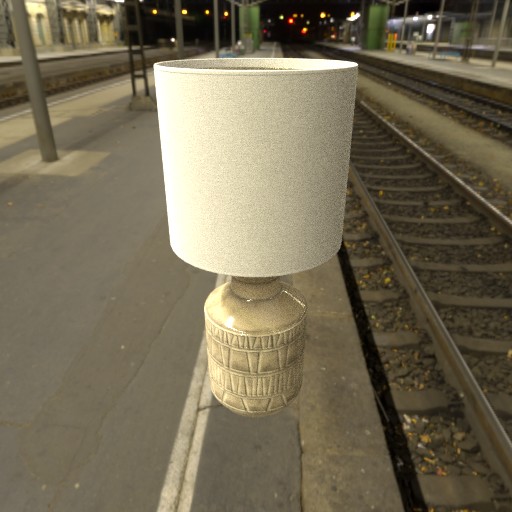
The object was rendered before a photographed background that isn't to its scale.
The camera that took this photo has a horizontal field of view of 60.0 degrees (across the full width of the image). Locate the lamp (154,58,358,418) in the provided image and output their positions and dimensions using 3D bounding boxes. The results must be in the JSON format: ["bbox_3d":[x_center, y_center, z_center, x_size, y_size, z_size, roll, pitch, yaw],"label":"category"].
[{"bbox_3d":[0.000,0.000,0.569,0.211,0.455,0.211,-9,28,-17],"label":"lamp"}]
